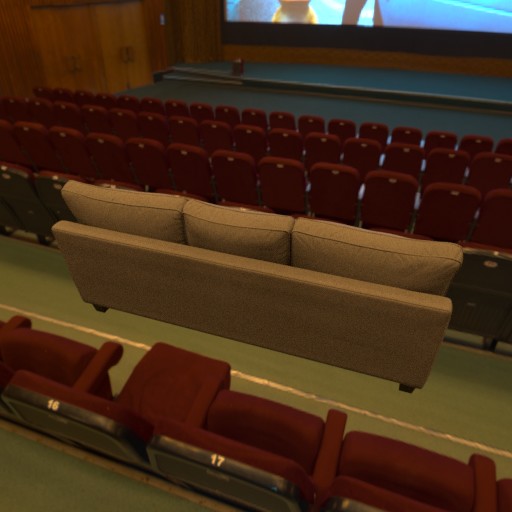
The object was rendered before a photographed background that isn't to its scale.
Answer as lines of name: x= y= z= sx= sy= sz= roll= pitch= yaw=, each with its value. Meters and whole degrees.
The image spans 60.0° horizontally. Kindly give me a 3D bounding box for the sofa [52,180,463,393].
sofa: x=0.000 y=0.000 z=2.908 sx=2.323 sy=0.991 sz=1.016 roll=11 pitch=36 yaw=16
